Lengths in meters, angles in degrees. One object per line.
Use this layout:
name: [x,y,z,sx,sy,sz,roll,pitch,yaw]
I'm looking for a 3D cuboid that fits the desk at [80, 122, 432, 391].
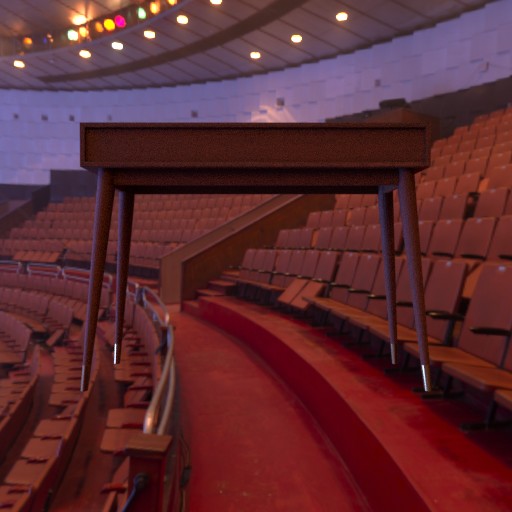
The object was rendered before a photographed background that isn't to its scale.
desk: [0.000,0.000,1.693,1.204,0.917,0.384,0,1,0]
